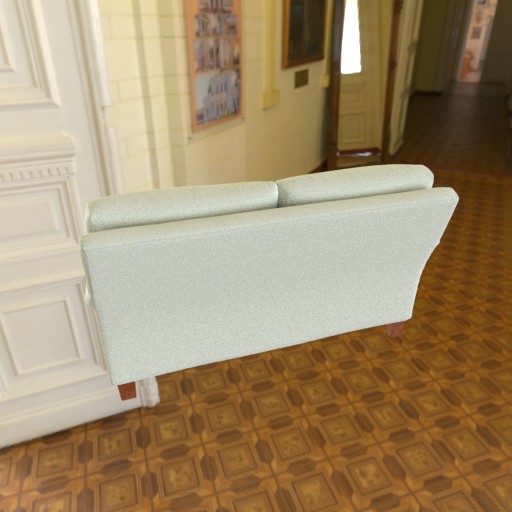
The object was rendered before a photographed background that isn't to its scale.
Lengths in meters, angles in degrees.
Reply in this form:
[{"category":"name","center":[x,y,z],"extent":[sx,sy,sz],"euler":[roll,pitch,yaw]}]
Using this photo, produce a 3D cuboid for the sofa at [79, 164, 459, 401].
[{"category":"sofa","center":[0.000,0.000,2.584],"extent":[1.853,1.101,1.084],"euler":[-9,29,-17]}]
